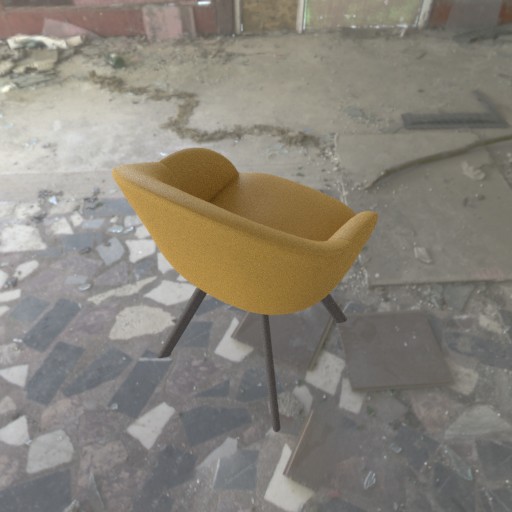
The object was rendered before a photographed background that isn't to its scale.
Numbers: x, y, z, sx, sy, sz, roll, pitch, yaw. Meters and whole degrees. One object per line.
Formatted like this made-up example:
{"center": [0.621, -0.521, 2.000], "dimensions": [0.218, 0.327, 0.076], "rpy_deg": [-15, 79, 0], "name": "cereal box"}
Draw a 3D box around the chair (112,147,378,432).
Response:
{"center": [0.000, 0.000, 1.222], "dimensions": [0.551, 0.793, 0.583], "rpy_deg": [25, 52, 22], "name": "chair"}
